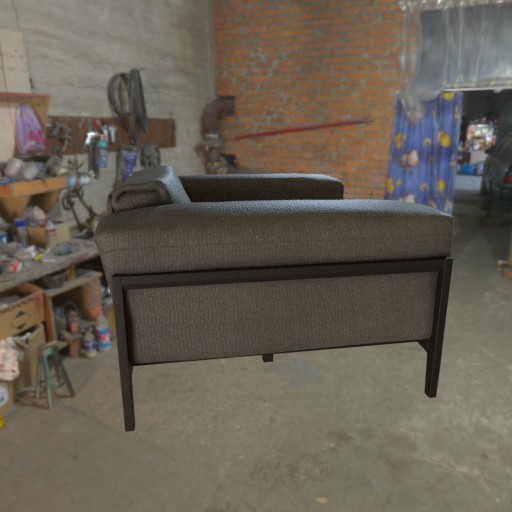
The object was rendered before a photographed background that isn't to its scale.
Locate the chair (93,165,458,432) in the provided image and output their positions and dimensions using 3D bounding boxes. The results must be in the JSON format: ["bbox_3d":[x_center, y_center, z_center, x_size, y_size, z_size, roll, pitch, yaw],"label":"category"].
[{"bbox_3d":[0.000,0.000,1.657,0.969,0.646,1.056,-3,16,-10],"label":"chair"}]
